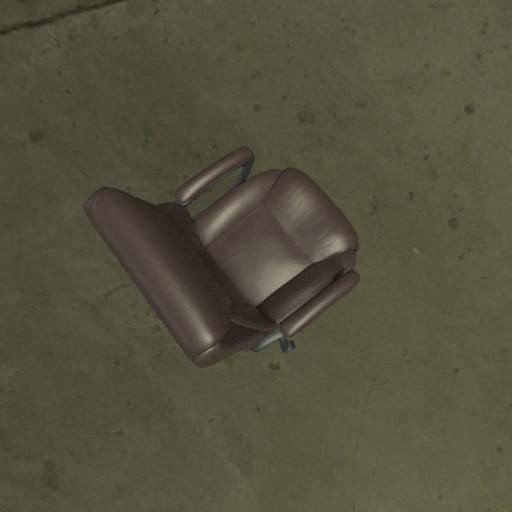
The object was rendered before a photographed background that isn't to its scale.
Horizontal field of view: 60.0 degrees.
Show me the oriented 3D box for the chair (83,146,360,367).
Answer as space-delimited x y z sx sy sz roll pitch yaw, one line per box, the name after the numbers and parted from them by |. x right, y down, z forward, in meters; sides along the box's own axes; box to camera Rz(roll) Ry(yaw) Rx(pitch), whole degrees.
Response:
0.000 0.000 1.461 0.655 1.072 0.615 -37 77 -10 | chair
